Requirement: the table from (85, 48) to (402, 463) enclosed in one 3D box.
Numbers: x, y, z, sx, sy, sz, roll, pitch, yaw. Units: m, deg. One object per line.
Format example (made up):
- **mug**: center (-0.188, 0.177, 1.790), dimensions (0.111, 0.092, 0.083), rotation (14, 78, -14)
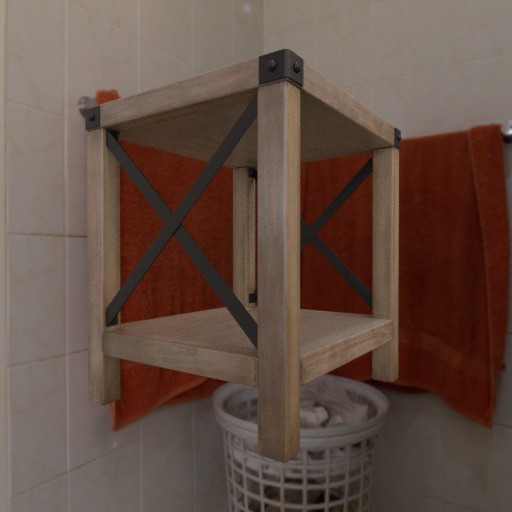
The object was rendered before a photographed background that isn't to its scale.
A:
- **table**: center (0.000, 0.000, 0.916), dimensions (0.459, 0.561, 0.510), rotation (0, 1, 35)
